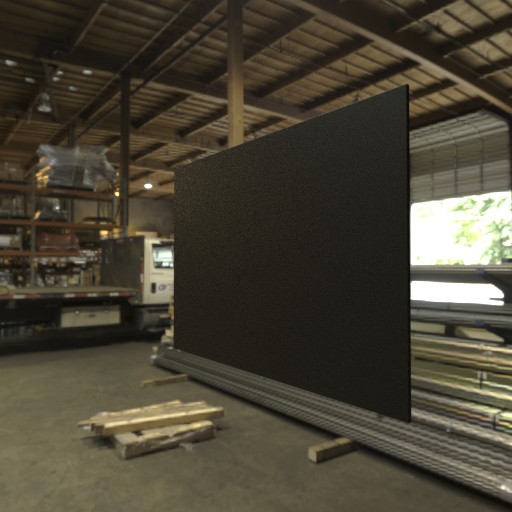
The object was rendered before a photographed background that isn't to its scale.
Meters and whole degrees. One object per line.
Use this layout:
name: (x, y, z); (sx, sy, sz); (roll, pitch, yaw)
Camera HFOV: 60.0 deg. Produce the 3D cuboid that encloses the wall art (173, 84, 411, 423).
wall art: (0.000, 0.000, 1.529); (0.013, 0.811, 1.192); (1, -1, -38)
